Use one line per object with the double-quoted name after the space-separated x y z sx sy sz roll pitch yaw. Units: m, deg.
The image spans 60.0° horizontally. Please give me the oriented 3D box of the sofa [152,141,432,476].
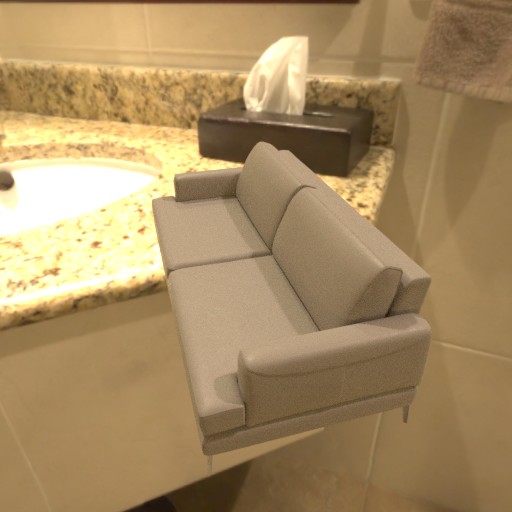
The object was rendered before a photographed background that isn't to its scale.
0.000 0.000 2.416 0.974 0.765 1.940 -9 32 -14 "sofa"
